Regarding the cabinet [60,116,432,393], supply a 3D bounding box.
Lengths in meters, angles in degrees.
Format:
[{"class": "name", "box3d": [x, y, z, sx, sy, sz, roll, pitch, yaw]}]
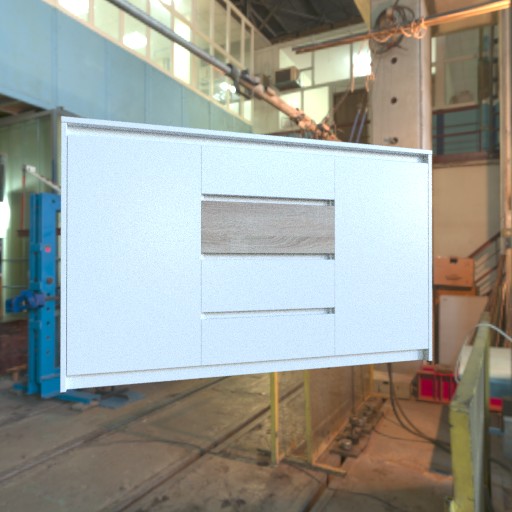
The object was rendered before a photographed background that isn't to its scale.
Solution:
[{"class": "cabinet", "box3d": [0.000, 0.000, 1.836, 1.450, 0.900, 0.380, 0, 0, -18]}]
